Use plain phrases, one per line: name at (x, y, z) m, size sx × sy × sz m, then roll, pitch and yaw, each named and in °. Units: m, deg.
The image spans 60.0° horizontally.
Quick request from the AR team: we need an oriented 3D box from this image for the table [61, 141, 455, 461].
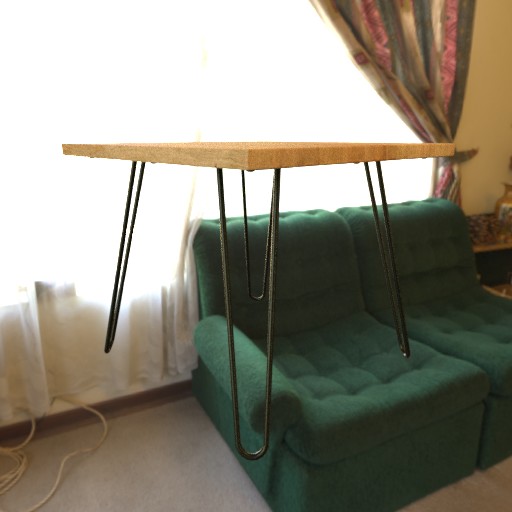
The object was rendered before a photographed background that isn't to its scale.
table at (0.000, 0.000, 1.015) m, size 0.599 × 0.500 × 0.599 m, roll -14°, pitch 21°, yaw -42°
